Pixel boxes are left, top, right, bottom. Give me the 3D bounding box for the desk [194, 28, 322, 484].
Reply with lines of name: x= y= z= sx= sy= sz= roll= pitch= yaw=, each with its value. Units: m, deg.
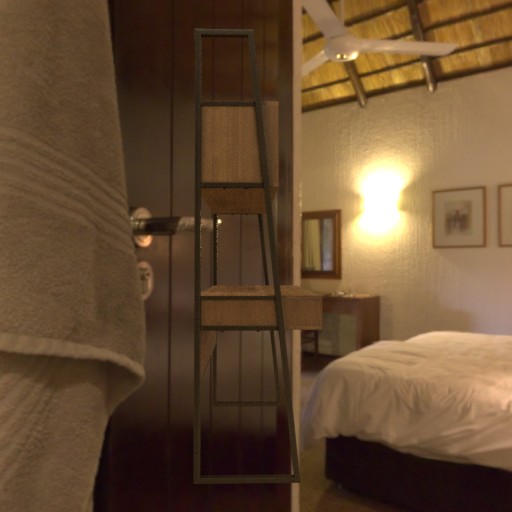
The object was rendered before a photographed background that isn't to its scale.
desk: x=0.000 y=0.000 z=2.251 sx=0.515 sy=1.809 sz=0.982 roll=0 pitch=-1 yaw=-1
